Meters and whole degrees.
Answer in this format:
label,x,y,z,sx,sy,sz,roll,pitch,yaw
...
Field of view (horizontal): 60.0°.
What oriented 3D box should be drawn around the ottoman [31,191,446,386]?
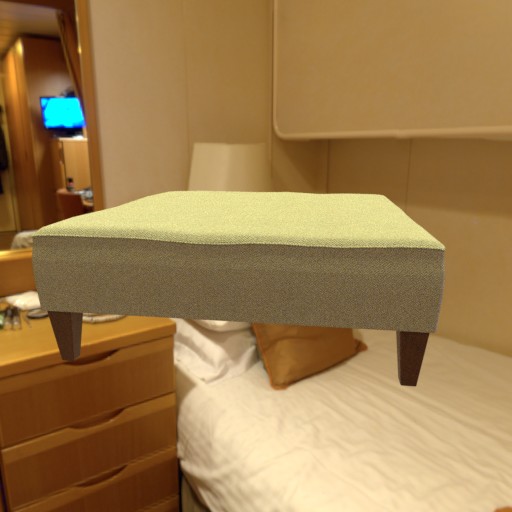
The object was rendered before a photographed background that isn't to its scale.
label,x,y,z,sx,sy,sz,roll,pitch,yaw
ottoman,0.000,0.000,1.514,0.968,0.379,1.004,2,14,8
